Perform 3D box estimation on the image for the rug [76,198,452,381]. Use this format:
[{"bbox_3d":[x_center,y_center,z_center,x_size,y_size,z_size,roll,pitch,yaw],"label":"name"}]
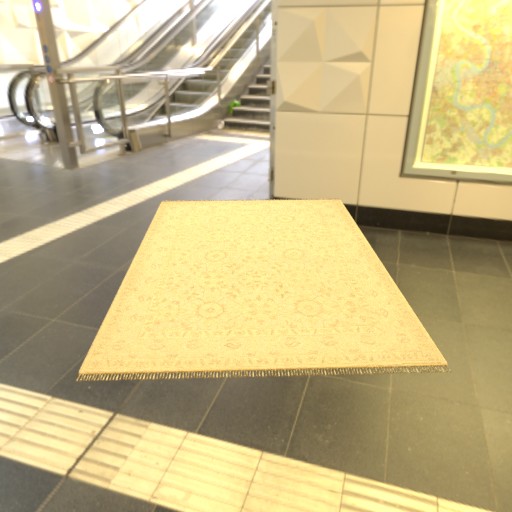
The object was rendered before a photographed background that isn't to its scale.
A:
[{"bbox_3d":[0.000,0.000,2.780,1.514,0.011,2.233,-1,26,-2],"label":"rug"}]
